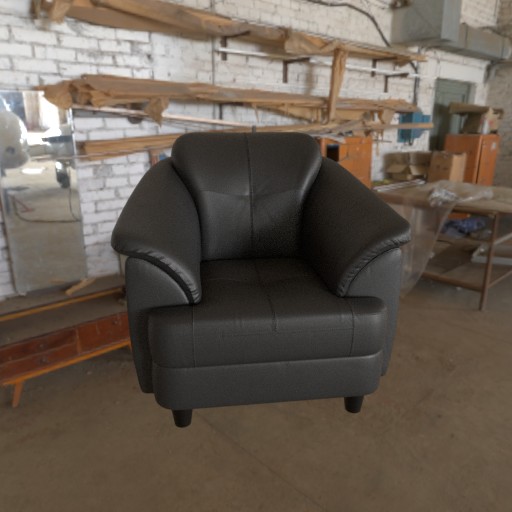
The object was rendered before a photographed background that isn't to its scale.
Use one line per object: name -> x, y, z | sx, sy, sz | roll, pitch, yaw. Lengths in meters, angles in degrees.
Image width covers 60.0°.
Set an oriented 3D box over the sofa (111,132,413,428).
sofa -> 0.000, 0.000, 1.529 | 0.870, 0.811, 0.794 | -2, 17, -7
